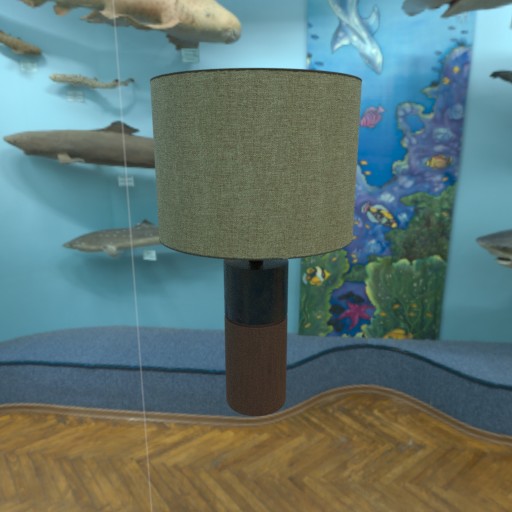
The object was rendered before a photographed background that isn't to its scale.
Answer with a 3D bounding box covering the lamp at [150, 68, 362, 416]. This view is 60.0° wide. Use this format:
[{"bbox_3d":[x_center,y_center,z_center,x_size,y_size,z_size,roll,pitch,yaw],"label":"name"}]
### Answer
[{"bbox_3d":[0.000,0.000,0.478,0.202,0.350,0.202,0,15,0],"label":"lamp"}]
